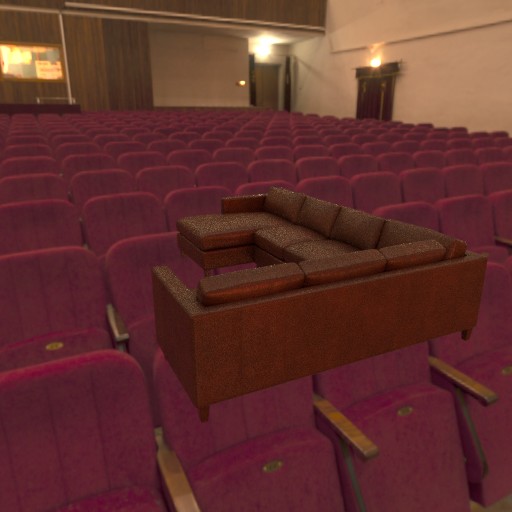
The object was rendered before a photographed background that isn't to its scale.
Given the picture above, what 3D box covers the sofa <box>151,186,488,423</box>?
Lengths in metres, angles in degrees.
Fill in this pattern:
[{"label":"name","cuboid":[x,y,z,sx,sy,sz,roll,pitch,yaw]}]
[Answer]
[{"label":"sofa","cuboid":[0.000,0.000,4.470,2.452,0.891,3.324,-9,20,-25]}]
